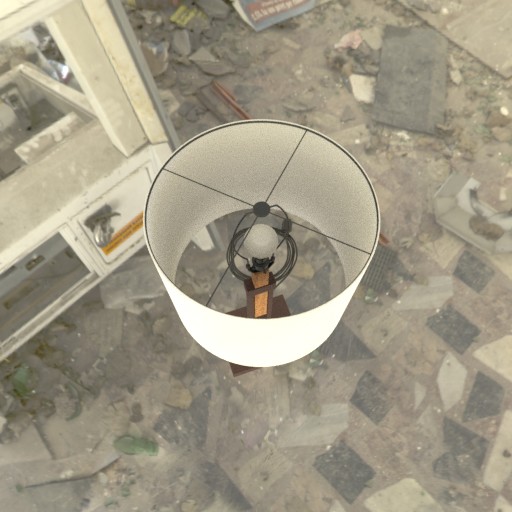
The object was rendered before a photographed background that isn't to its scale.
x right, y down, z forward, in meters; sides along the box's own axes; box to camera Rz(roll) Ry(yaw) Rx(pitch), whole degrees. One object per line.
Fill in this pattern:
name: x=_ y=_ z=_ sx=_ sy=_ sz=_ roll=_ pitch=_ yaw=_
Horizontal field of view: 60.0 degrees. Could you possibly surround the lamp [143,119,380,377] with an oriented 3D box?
lamp: x=0.000 y=0.000 z=1.004 sx=0.396 sy=0.668 sz=0.525 roll=-17 pitch=64 yaw=-9
